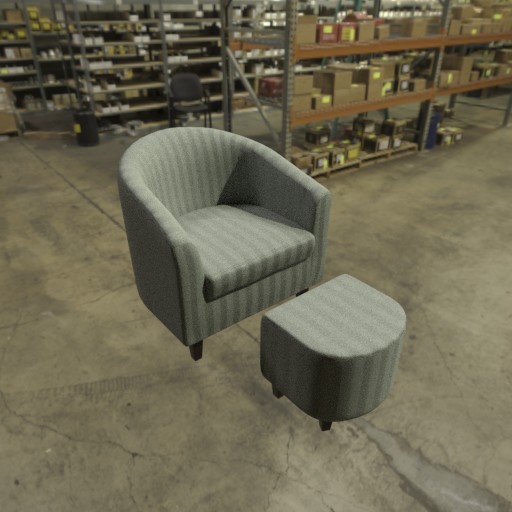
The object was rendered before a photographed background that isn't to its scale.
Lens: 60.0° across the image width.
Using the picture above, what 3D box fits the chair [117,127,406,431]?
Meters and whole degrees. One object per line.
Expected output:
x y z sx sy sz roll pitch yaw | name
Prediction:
0.000 0.000 1.749 0.756 0.757 1.288 -22 36 -33 | chair
